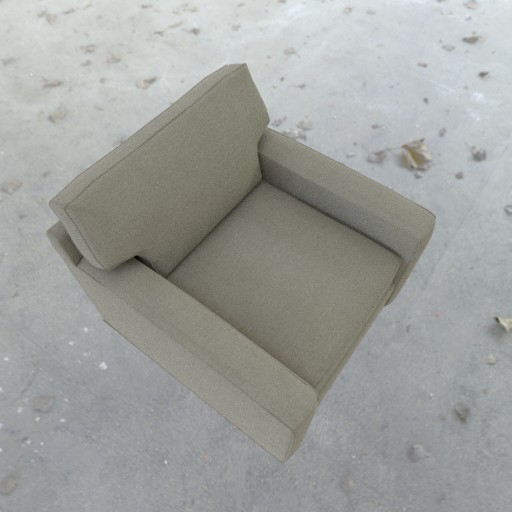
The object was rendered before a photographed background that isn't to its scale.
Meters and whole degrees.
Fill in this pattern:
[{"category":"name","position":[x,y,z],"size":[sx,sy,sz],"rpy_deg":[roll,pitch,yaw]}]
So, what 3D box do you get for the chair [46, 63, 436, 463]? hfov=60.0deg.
[{"category":"chair","position":[0.000,0.000,1.756],"size":[1.044,0.934,0.999],"rpy_deg":[32,63,19]}]
